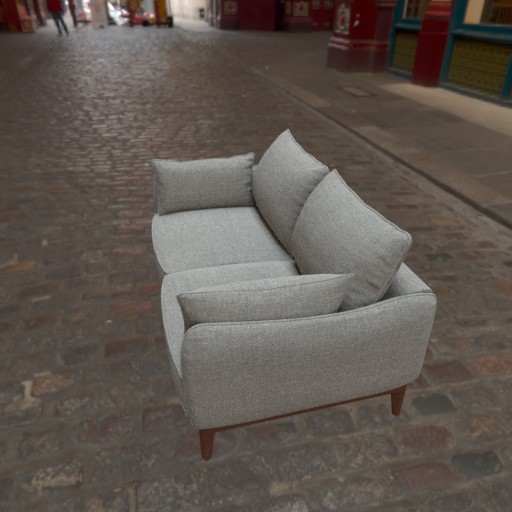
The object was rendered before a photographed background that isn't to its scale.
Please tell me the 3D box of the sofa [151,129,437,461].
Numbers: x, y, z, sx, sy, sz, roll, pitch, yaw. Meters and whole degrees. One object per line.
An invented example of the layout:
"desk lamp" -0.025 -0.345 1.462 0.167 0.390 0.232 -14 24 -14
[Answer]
"sofa" 0.000 0.000 2.184 0.972 0.851 1.580 -8 32 -13
